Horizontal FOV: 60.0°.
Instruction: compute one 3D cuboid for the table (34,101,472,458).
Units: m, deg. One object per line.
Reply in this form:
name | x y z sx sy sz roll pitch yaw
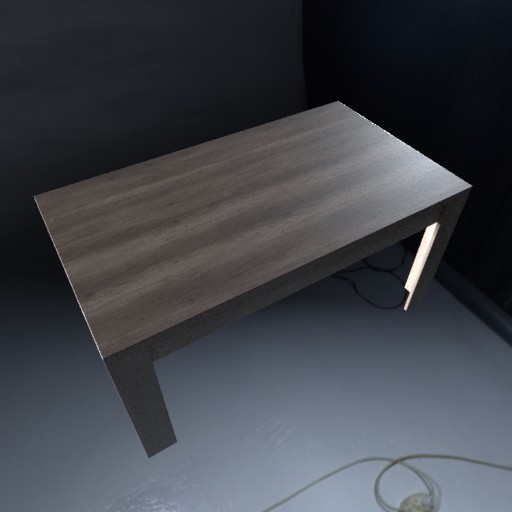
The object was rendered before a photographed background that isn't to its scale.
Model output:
table | 0.000 0.000 2.131 1.600 0.775 0.900 -24 50 -21
